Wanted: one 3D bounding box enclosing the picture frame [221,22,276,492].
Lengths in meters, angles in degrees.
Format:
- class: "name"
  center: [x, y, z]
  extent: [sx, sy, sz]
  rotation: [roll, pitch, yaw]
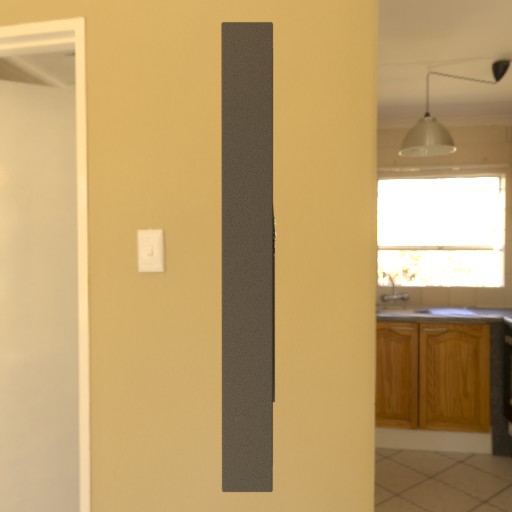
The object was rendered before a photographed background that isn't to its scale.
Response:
- class: "picture frame"
  center: [0.000, 0.000, 0.384]
  extent: [0.042, 0.284, 0.232]
  rotation: [0, 1, 0]
